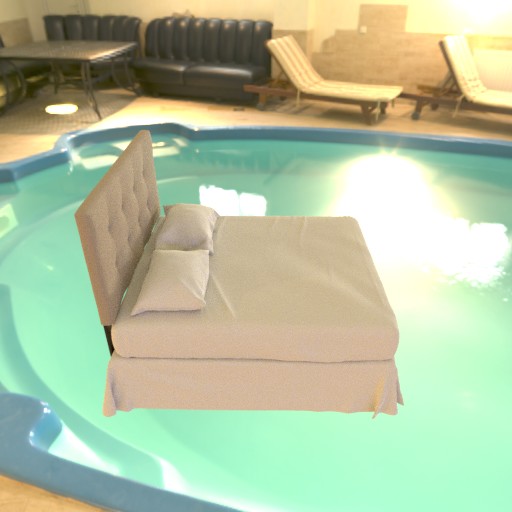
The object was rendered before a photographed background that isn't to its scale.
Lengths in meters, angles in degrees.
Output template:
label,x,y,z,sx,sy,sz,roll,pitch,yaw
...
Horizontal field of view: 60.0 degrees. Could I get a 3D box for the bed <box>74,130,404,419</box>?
label,x,y,z,sx,sy,sz,roll,pitch,yaw
bed,0.000,0.000,3.595,2.222,1.577,1.936,1,32,1
